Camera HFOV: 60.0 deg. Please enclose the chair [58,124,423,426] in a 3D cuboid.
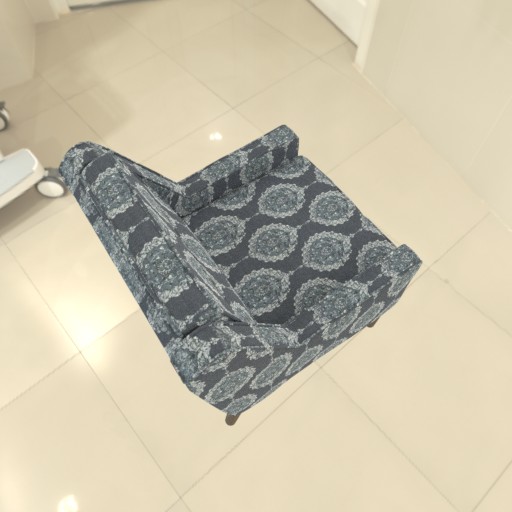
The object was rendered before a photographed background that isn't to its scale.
[{"bbox_3d":[0.000,0.000,1.333,0.743,0.792,0.663,-30,64,-17],"label":"chair"}]
